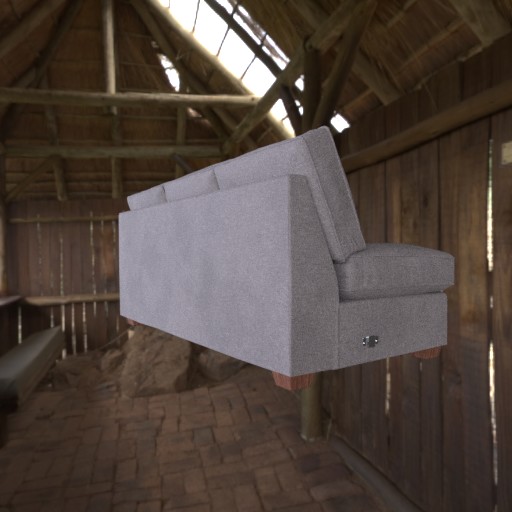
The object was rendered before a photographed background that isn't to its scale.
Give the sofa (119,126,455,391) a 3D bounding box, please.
[{"bbox_3d":[0.000,0.000,2.614,1.027,0.973,1.962,0,1,-35],"label":"sofa"}]
